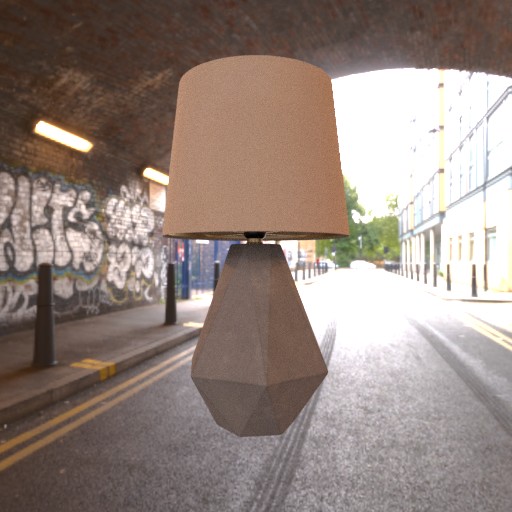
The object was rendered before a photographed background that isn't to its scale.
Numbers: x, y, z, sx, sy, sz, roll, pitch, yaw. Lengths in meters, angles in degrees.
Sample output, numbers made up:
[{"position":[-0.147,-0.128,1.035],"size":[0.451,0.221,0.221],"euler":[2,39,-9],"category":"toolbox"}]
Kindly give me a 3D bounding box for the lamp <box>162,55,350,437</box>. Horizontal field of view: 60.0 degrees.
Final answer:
[{"position":[0.000,0.000,0.667],"size":[0.276,0.501,0.276],"euler":[0,0,0],"category":"lamp"}]
